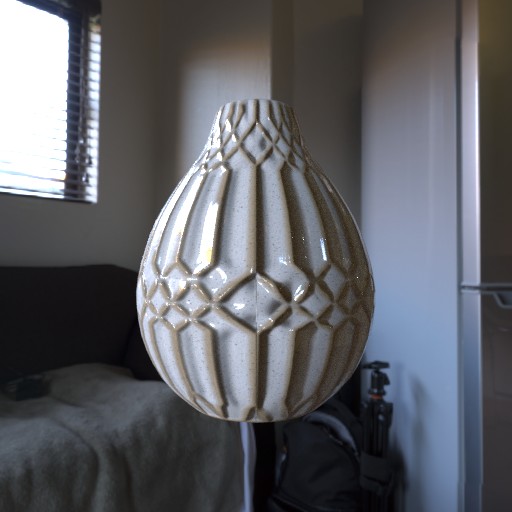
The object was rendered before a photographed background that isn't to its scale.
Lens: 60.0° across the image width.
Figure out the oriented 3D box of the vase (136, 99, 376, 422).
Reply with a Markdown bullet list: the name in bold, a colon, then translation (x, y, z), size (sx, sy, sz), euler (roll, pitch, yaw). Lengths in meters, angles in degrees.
- **vase**: translation (0.000, 0.000, 0.306), size (0.159, 0.200, 0.159), euler (0, -1, 0)
